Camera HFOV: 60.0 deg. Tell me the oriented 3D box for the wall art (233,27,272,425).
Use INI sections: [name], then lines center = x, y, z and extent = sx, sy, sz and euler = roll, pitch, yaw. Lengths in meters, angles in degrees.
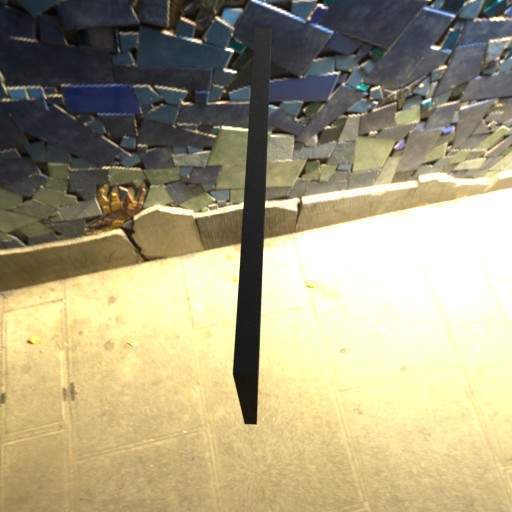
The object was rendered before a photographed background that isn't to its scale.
[wall art]
center = 0.000, 0.000, 1.165
extent = 0.038, 0.763, 0.763
euler = 2, 64, 1
